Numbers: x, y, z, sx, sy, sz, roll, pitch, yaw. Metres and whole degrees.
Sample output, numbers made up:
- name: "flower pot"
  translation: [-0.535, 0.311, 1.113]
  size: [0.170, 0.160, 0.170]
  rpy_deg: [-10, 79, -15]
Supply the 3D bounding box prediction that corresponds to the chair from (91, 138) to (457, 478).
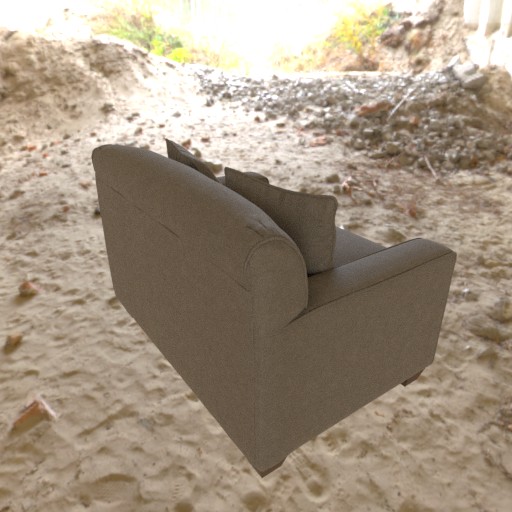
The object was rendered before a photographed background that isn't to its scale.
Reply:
- name: "chair"
  translation: [0.000, 0.000, 2.021]
  size: [0.992, 0.953, 1.395]
  rpy_deg: [-18, 31, -31]
